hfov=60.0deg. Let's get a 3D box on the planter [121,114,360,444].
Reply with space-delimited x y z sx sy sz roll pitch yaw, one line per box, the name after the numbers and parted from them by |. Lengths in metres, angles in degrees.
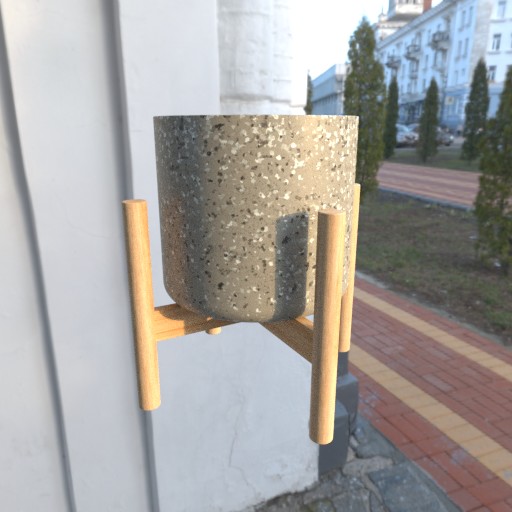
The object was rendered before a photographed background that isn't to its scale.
0.000 0.000 0.535 0.284 0.320 0.284 -2 16 -6 | planter
